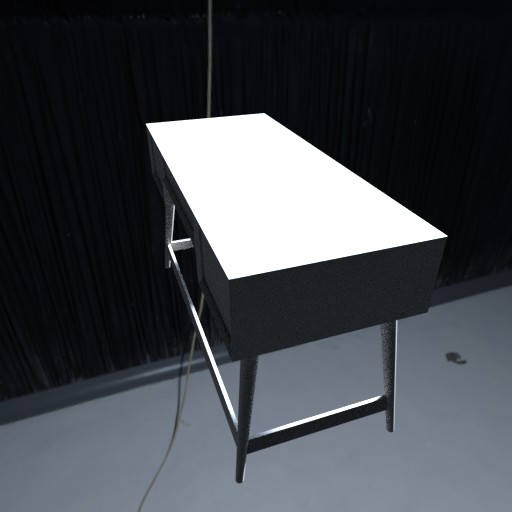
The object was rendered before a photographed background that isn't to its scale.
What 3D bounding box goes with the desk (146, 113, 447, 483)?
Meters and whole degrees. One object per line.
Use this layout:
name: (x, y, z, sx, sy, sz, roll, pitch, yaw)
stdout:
desk: (0.000, 0.000, 1.759, 0.589, 0.762, 1.313, -11, 33, -17)
